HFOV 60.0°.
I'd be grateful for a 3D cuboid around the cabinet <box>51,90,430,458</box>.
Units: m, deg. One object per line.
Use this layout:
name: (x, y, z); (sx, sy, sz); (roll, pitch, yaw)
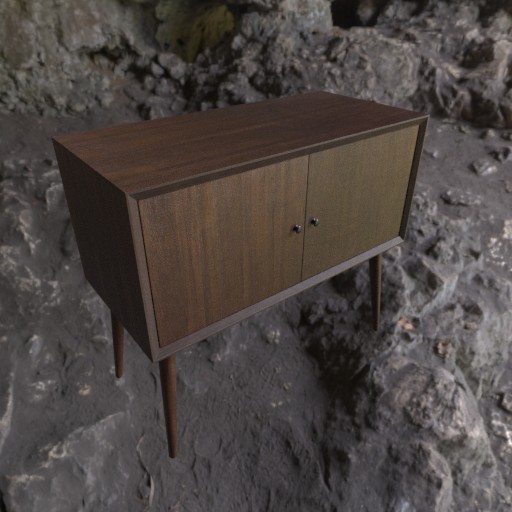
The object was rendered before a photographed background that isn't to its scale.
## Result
cabinet: (0.000, 0.000, 1.116); (0.743, 0.654, 0.354); (-22, 38, -32)
